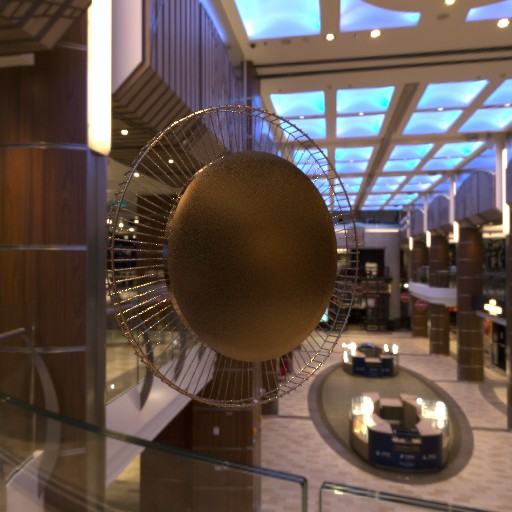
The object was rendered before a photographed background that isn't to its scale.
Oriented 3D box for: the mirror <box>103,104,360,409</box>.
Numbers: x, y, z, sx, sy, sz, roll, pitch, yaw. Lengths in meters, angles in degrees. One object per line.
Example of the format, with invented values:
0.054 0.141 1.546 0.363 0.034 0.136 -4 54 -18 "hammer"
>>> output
0.000 0.000 1.057 0.703 0.703 0.067 1 -1 -36 "mirror"
